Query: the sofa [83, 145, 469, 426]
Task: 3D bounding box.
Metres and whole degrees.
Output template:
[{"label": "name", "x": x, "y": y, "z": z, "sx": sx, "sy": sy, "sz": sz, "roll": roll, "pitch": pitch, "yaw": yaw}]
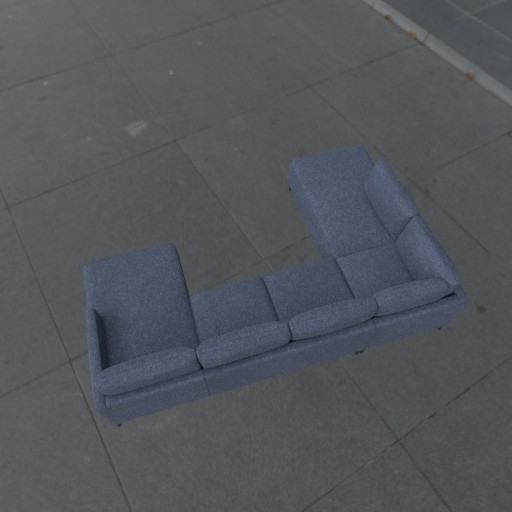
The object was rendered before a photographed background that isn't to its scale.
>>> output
[{"label": "sofa", "x": 0.000, "y": 0.000, "z": 3.909, "sx": 2.956, "sy": 0.813, "sz": 2.007, "roll": -14, "pitch": 59, "yaw": -9}]
